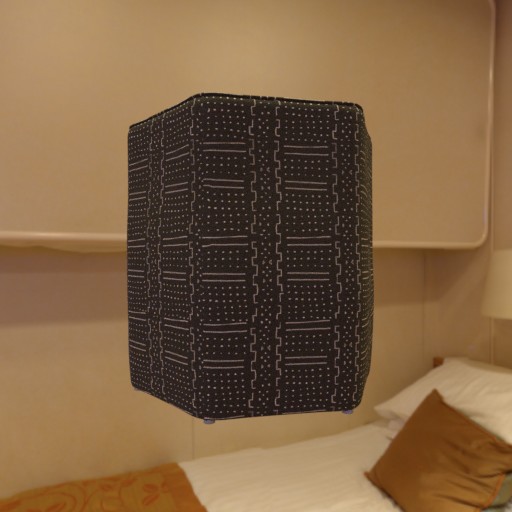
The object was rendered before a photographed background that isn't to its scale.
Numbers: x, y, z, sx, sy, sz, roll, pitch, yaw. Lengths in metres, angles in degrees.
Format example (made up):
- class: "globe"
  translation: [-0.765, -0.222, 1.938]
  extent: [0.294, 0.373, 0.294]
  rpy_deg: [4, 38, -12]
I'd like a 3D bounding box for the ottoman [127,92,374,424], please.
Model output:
- class: "ottoman"
  translation: [0.000, 0.000, 0.879]
  extent: [0.443, 0.502, 0.494]
  rpy_deg: [0, 0, 18]
